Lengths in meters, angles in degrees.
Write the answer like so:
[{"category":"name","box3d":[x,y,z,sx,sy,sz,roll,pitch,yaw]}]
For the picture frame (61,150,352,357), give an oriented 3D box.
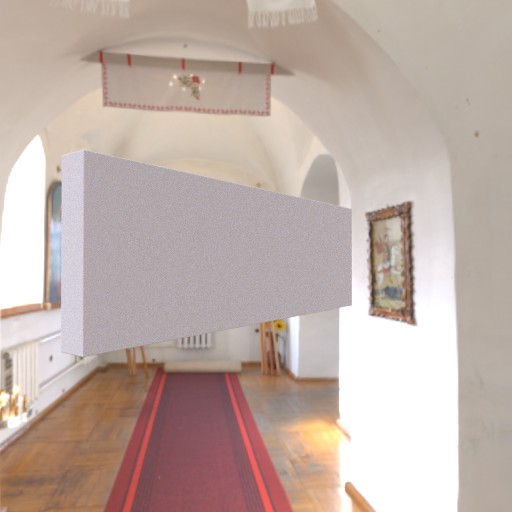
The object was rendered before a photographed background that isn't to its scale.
[{"category":"picture frame","box3d":[0.000,0.000,0.851,0.050,0.250,0.759,0,-1,37]}]
